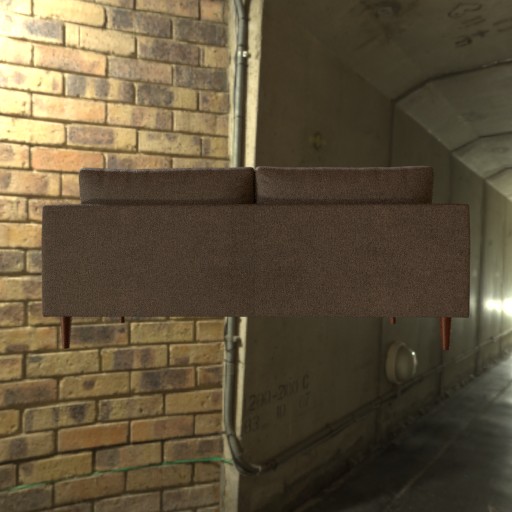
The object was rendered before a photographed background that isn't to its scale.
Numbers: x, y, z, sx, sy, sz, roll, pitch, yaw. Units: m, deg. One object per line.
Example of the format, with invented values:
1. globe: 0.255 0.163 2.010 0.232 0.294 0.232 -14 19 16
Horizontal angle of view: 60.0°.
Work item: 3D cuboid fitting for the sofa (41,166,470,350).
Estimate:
1. sofa: 0.000 0.000 2.485 1.948 0.868 1.020 0 0 1
